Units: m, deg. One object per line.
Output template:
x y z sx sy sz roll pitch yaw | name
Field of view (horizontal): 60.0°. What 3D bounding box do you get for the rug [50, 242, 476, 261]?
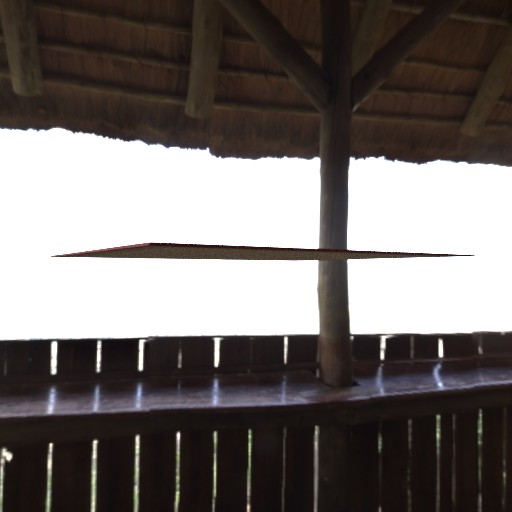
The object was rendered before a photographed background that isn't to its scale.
0.000 0.000 3.956 2.976 0.018 2.430 1 -2 -36 | rug
